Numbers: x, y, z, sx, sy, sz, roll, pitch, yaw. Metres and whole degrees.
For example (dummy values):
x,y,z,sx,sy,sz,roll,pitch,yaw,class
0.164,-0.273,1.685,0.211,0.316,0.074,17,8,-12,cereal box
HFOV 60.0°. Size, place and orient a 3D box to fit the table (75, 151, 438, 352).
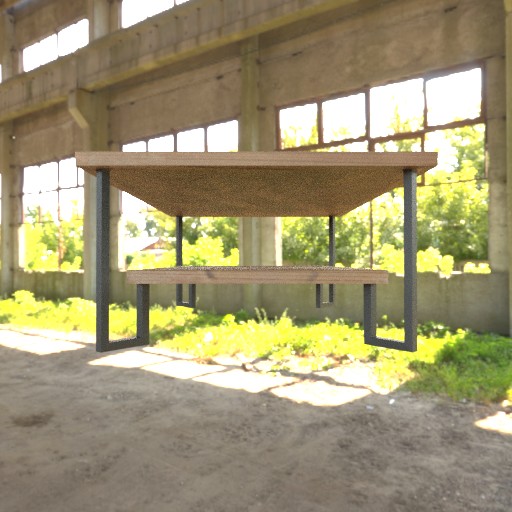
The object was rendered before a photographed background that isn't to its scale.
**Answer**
x,y,z,sx,sy,sz,roll,pitch,yaw,class
0.000,0.000,1.681,0.877,0.492,1.238,0,-1,0,table
